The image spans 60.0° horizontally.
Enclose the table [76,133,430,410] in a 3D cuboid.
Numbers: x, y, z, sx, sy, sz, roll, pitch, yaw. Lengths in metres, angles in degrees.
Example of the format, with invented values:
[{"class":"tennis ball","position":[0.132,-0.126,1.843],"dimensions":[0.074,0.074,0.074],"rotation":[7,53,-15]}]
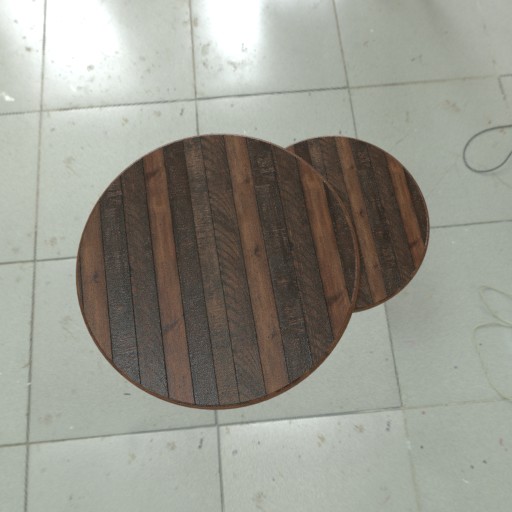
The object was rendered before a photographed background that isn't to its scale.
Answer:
[{"class":"table","position":[0.000,0.000,1.621],"dimensions":[1.152,0.516,0.870],"rotation":[-34,78,-8]}]
